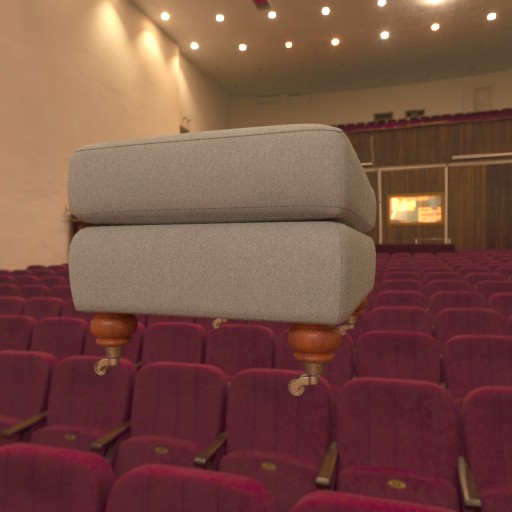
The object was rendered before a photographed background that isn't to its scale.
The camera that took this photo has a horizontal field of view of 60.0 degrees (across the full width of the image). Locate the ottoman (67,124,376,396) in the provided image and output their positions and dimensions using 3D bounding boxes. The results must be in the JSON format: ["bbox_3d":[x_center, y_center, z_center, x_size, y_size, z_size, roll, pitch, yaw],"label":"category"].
[{"bbox_3d":[0.000,0.000,1.143,0.569,0.499,0.773,0,0,18],"label":"ottoman"}]
